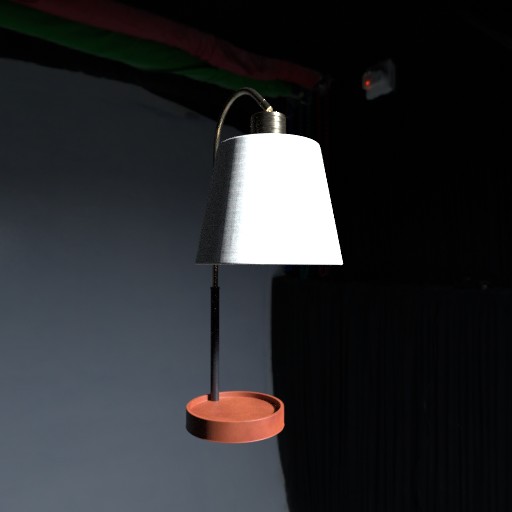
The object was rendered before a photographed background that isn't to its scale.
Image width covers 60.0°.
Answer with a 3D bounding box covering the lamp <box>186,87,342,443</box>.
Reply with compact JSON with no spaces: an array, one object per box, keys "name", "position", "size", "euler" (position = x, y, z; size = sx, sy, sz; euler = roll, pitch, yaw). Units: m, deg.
[{"name":"lamp","position":[0.000,0.000,0.668],"size":[0.211,0.536,0.273],"euler":[1,-1,-35]}]
